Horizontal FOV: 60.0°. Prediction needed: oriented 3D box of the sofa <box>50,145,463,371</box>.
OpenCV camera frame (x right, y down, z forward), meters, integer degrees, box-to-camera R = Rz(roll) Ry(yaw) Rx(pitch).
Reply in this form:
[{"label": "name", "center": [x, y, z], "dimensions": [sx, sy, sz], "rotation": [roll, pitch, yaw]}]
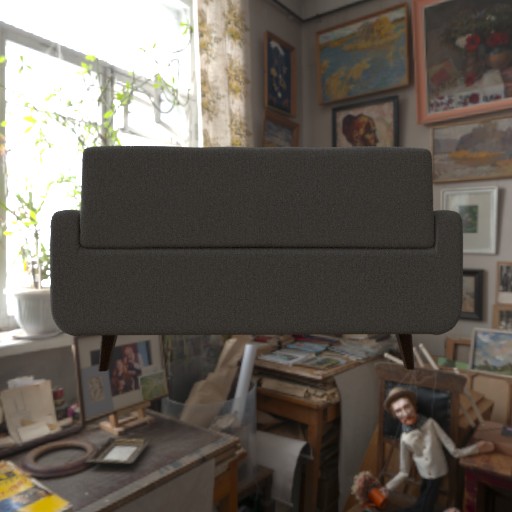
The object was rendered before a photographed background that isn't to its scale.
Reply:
[{"label": "sofa", "center": [0.000, 0.000, 2.227], "dimensions": [1.651, 0.925, 0.952], "rotation": [0, 1, -1]}]
